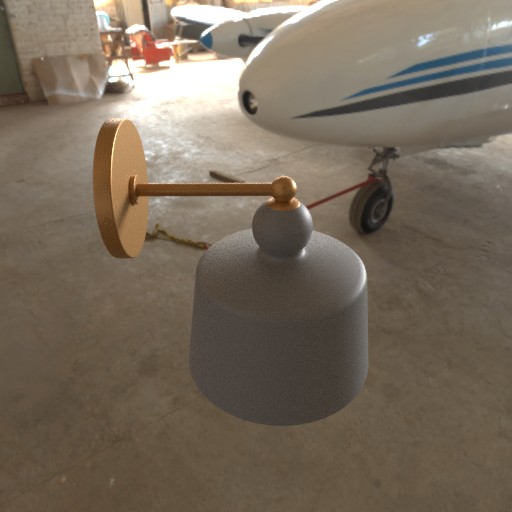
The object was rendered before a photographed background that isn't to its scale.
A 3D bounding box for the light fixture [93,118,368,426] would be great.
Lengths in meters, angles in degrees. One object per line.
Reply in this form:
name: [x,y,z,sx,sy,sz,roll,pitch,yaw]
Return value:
light fixture: [0.000,0.000,0.443,0.254,0.268,0.204,0,32,0]
